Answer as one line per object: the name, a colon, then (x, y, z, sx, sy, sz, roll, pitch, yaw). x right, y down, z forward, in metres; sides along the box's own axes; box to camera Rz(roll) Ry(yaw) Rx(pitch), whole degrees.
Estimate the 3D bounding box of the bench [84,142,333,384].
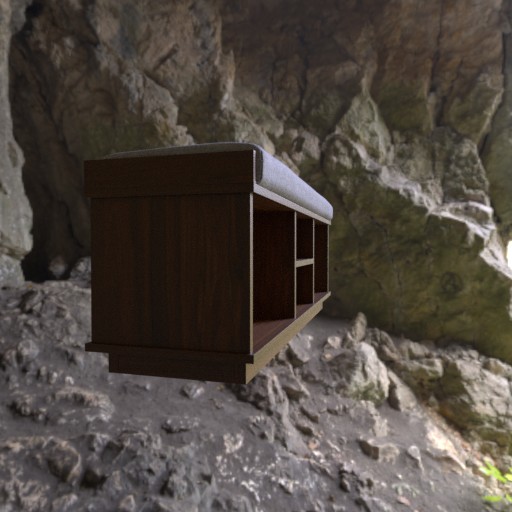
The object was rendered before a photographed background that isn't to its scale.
bench: (0.000, 0.000, 1.404, 0.367, 0.468, 1.196, 0, 1, 16)
